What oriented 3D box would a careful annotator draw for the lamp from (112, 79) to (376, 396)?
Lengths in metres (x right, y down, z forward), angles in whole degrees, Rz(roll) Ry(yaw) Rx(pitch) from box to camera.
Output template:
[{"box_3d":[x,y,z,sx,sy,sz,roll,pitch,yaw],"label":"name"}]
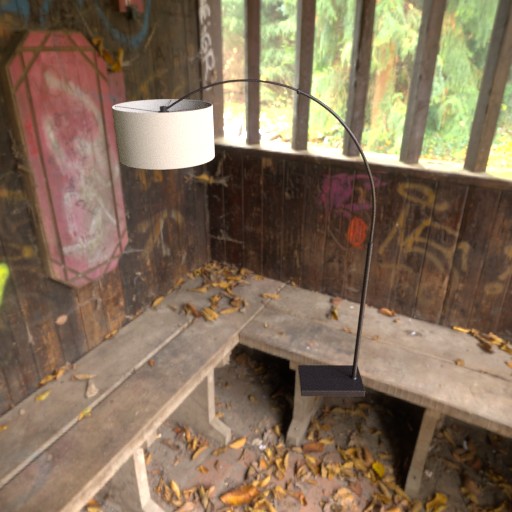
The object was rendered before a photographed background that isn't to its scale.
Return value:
[{"box_3d":[0.000,0.000,2.593,1.424,1.927,0.493,0,26,0],"label":"lamp"}]
